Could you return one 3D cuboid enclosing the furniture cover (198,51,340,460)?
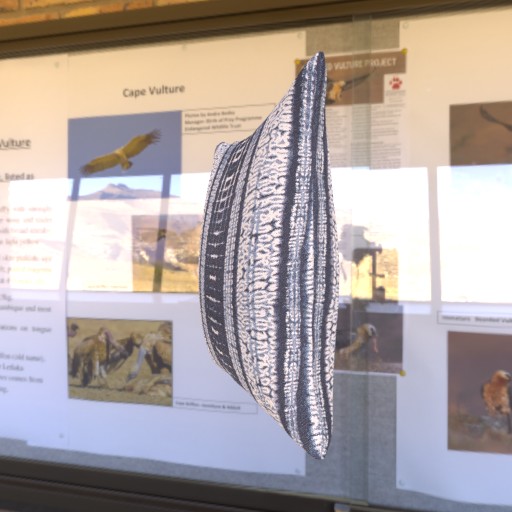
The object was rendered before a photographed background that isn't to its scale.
[{"bbox_3d":[0.000,0.000,0.666,0.133,0.435,0.425,0,1,-19],"label":"furniture cover"}]
